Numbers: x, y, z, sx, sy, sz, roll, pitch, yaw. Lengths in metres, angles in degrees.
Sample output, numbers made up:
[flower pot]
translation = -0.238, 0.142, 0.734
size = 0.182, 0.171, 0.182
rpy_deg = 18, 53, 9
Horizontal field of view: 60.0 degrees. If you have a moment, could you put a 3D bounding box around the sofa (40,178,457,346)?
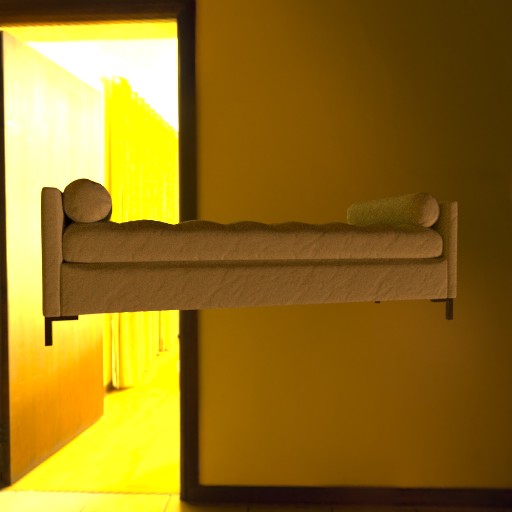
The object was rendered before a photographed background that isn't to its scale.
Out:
[sofa]
translation = 0.000, 0.000, 2.477
size = 2.102, 0.705, 0.796
rpy_deg = -1, 2, -18
